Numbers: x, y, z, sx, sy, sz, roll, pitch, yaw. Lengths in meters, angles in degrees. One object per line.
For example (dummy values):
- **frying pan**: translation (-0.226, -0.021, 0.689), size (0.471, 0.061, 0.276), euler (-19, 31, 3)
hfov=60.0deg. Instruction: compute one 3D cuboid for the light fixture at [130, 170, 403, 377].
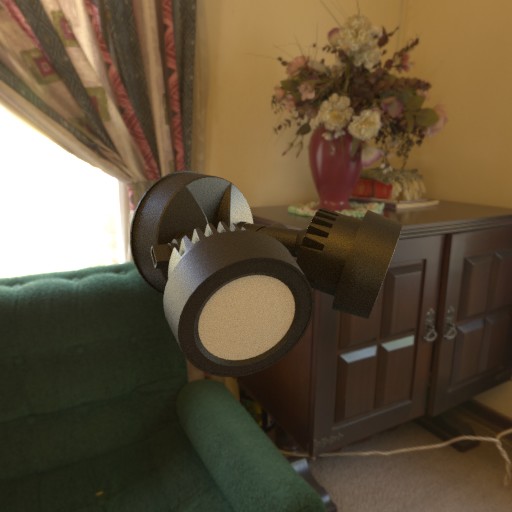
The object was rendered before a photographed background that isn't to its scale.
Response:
- **light fixture**: translation (0.000, 0.000, 0.325), size (0.168, 0.120, 0.213), euler (12, 17, 43)
